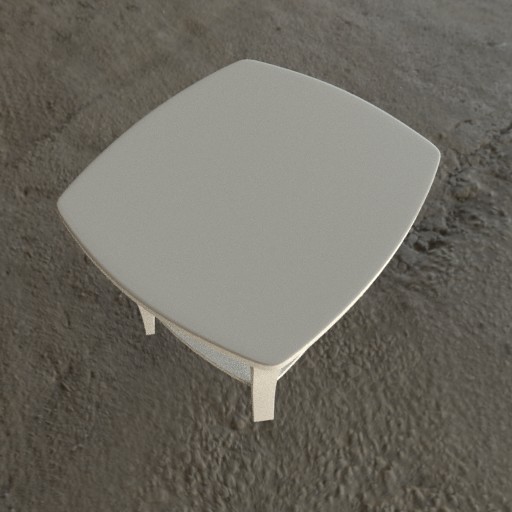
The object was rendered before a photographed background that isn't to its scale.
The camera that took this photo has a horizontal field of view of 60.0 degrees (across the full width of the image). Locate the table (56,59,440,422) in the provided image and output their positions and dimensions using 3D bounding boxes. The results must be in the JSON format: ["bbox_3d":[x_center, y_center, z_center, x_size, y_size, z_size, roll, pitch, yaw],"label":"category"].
[{"bbox_3d":[0.000,0.000,0.839,0.451,0.438,0.502,33,63,19],"label":"table"}]
